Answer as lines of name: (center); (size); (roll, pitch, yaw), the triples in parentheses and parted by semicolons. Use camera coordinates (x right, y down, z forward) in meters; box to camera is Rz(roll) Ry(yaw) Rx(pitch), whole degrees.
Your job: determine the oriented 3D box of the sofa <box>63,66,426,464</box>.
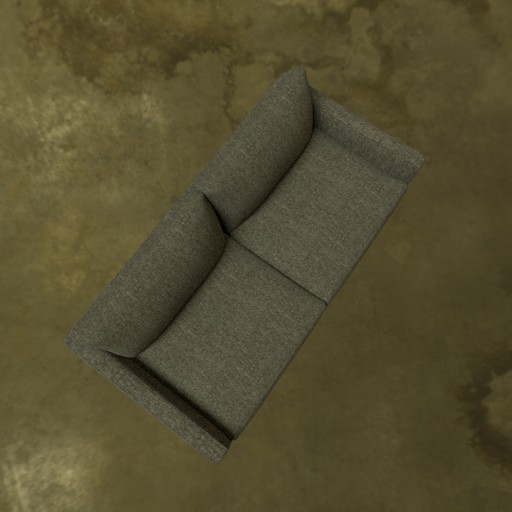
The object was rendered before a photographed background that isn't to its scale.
sofa: (0.000, 0.000, 2.205); (0.866, 0.862, 1.716); (35, 78, 9)
